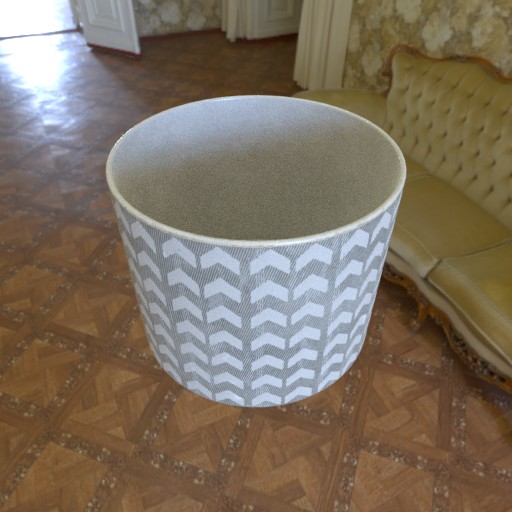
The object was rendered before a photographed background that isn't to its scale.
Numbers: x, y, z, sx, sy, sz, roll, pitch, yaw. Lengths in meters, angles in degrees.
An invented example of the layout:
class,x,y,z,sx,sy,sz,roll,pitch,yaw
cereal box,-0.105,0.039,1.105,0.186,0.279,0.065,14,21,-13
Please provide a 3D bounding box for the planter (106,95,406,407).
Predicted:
class,x,y,z,sx,sy,sz,roll,pitch,yaw
planter,0.000,0.000,0.457,0.250,0.239,0.250,0,41,0
